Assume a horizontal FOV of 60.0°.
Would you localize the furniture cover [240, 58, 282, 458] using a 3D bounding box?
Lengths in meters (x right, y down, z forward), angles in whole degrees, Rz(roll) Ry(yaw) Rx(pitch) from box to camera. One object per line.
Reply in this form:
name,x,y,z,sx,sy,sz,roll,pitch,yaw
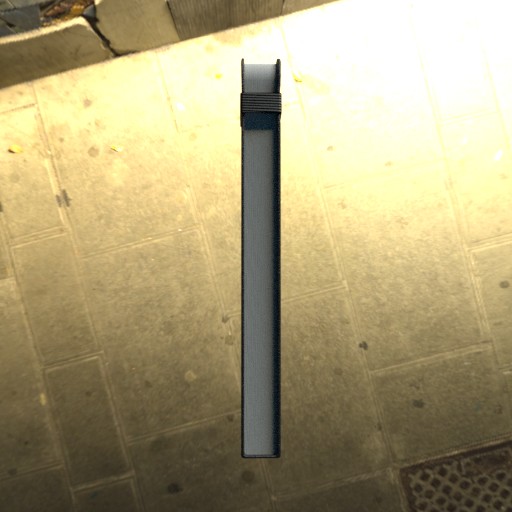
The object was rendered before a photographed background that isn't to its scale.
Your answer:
furniture cover,0.000,0.000,0.374,0.023,0.281,0.216,0,89,-1
